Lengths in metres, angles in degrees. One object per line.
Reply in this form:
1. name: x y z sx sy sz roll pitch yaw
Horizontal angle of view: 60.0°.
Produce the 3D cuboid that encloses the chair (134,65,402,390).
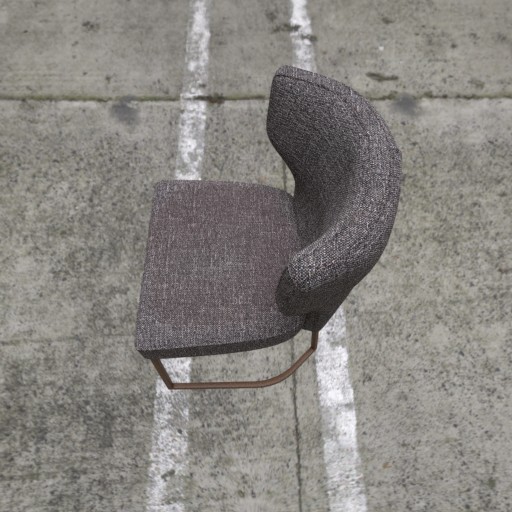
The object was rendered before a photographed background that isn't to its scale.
1. chair: 0.000 0.000 1.249 0.617 0.824 0.611 -1 58 -1
